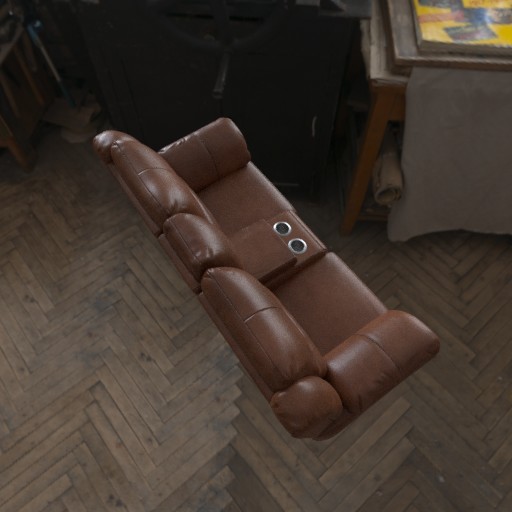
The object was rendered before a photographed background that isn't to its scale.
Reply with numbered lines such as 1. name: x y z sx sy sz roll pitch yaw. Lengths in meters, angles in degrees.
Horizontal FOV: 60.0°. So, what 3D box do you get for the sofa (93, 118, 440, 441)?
1. sofa: 0.000 0.000 2.610 0.991 1.043 2.058 -30 63 -17
